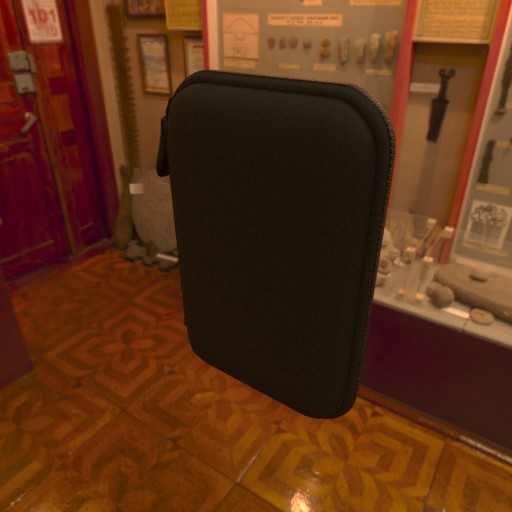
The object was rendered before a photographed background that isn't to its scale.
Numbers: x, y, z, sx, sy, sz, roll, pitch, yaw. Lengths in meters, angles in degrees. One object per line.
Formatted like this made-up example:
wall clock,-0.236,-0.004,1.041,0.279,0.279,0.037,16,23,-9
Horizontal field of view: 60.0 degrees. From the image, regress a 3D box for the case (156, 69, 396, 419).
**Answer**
case,0.000,0.000,0.193,0.107,0.147,0.030,19,35,30
